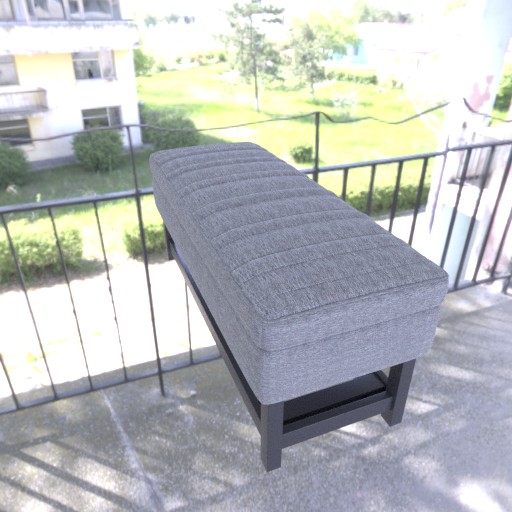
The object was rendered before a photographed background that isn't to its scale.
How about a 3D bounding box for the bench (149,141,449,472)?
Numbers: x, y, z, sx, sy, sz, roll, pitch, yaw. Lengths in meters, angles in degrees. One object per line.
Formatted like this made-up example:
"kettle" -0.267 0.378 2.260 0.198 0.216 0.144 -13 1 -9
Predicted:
"bench" 0.000 0.000 1.340 0.429 0.470 1.100 -11 31 -19
